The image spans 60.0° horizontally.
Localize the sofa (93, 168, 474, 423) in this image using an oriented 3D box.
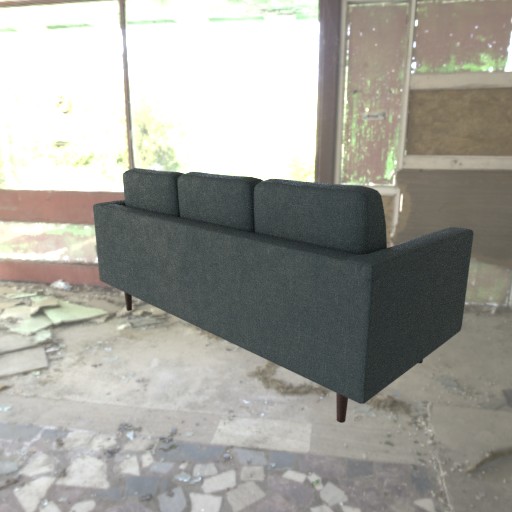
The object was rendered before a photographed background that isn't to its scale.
[{"bbox_3d":[0.000,0.000,2.503,0.935,0.945,2.013,-14,21,-43],"label":"sofa"}]
